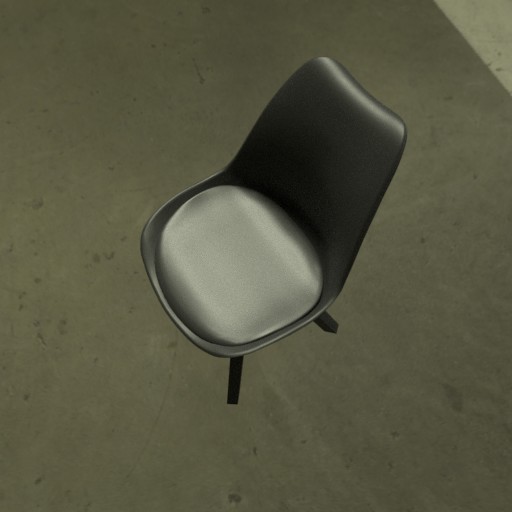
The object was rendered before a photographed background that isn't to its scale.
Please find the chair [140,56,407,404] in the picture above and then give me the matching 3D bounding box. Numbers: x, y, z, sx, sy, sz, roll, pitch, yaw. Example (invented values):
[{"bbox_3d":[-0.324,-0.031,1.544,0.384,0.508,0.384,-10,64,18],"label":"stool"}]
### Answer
[{"bbox_3d":[0.000,0.000,1.175,0.550,0.850,0.485,-32,67,-15],"label":"chair"}]
